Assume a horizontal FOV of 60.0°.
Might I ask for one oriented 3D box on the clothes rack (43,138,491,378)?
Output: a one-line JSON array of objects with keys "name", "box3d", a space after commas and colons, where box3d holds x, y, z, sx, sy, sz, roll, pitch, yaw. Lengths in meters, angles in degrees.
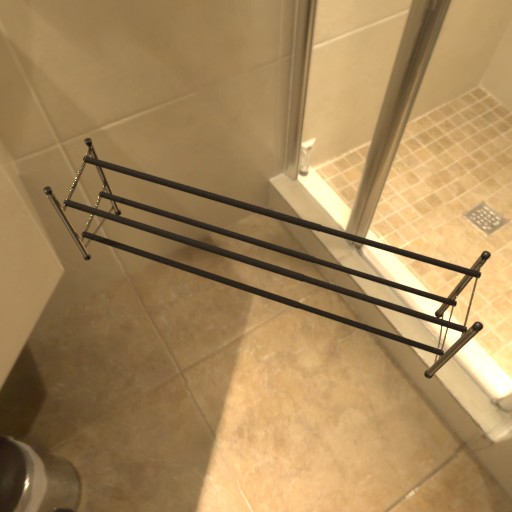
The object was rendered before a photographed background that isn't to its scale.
[{"name": "clothes rack", "box3d": [0.000, 0.000, 1.301, 1.168, 0.349, 0.229, 18, 59, 11]}]
